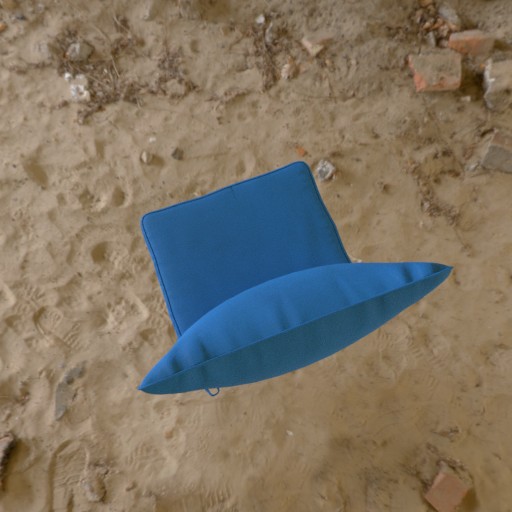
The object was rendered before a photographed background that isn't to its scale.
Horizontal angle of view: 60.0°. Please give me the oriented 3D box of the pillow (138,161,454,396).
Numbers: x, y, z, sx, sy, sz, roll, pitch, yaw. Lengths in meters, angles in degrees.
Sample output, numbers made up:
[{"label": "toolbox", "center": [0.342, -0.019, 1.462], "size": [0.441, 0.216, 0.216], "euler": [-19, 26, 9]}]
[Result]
[{"label": "pillow", "center": [0.000, 0.000, 1.396], "size": [0.798, 0.725, 0.733], "euler": [-20, 75, -6]}]
